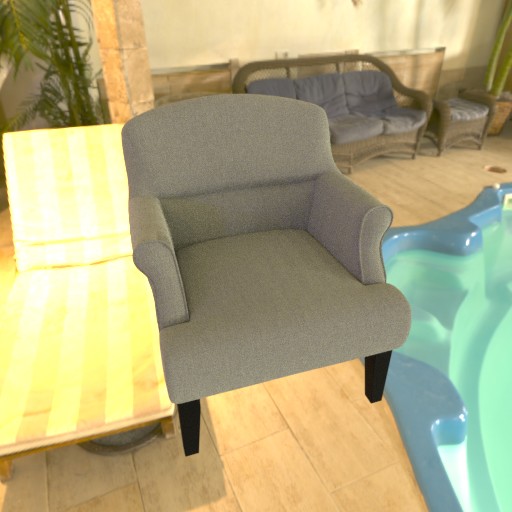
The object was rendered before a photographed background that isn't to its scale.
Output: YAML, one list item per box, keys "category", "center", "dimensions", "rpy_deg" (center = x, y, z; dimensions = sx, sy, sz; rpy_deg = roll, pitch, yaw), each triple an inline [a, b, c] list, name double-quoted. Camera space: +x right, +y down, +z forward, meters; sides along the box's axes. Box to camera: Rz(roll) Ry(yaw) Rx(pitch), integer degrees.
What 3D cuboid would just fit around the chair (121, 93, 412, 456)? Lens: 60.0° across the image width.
- category: "chair"
  center: [0.000, 0.000, 1.448]
  dimensions: [0.772, 0.880, 0.755]
  rpy_deg: [-10, 33, -15]
